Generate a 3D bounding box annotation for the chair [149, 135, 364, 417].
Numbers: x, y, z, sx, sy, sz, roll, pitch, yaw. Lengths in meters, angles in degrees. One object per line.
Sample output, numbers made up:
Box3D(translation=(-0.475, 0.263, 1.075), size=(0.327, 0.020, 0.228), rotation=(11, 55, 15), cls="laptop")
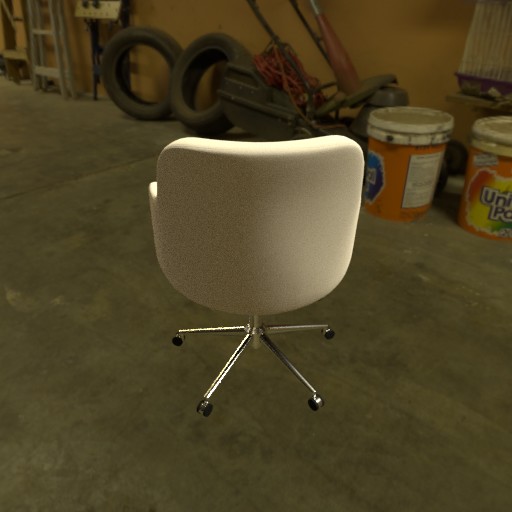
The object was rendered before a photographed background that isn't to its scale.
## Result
Box3D(translation=(0.000, 0.000, 1.270), size=(0.602, 0.819, 0.647), rotation=(-2, 30, -3), cls="chair")
